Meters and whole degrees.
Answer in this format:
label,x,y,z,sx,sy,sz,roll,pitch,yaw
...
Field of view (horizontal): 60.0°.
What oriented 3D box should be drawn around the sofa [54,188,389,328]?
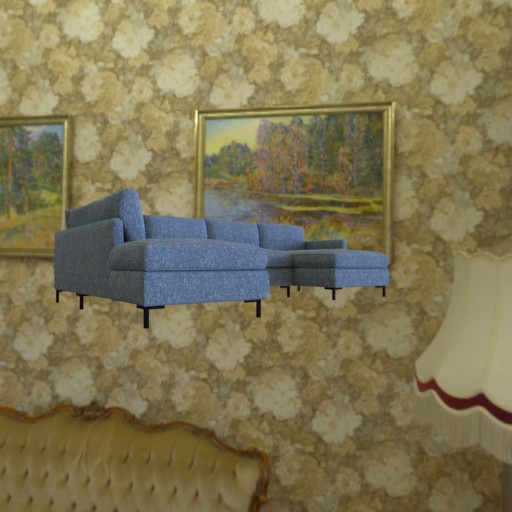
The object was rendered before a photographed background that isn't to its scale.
label,x,y,z,sx,sy,sz,roll,pitch,yaw
sofa,0.000,0.000,3.633,2.737,0.756,1.879,1,-1,-37
